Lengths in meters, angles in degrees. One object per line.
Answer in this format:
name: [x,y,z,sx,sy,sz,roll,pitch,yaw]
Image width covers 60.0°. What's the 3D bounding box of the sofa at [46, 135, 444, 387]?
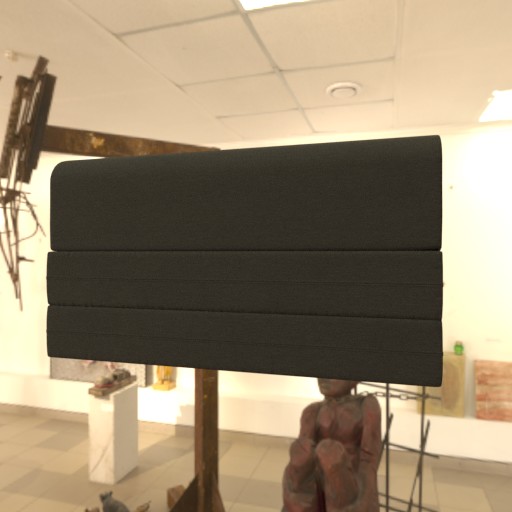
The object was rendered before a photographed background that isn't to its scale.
sofa: [0.000,0.000,1.655,1.225,0.670,0.762,0,0,16]
